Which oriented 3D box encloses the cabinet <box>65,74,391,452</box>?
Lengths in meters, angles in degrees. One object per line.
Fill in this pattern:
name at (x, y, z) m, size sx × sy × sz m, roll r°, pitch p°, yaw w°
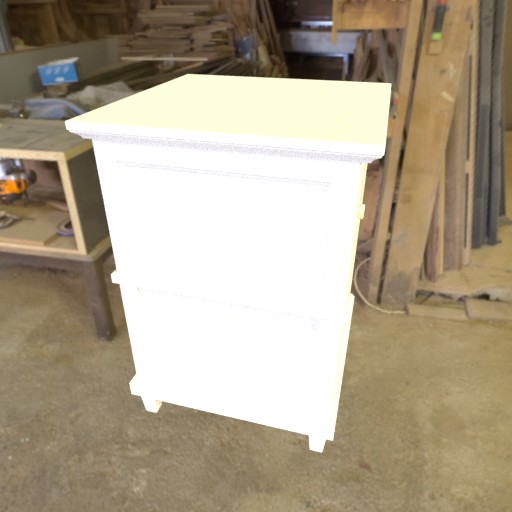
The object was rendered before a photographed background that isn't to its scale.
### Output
cabinet at (0.000, 0.000, 1.137) m, size 0.547 × 0.775 × 0.544 m, roll 8°, pitch 32°, yaw 13°
